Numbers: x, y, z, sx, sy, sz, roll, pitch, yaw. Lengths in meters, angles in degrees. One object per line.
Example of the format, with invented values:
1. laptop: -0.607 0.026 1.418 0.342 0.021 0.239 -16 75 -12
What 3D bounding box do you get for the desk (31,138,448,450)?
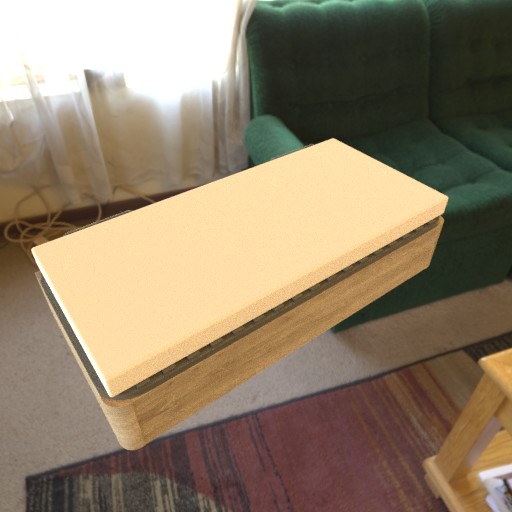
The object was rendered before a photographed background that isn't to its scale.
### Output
1. desk: 0.000 0.000 2.260 1.900 0.455 0.900 -26 47 -27
